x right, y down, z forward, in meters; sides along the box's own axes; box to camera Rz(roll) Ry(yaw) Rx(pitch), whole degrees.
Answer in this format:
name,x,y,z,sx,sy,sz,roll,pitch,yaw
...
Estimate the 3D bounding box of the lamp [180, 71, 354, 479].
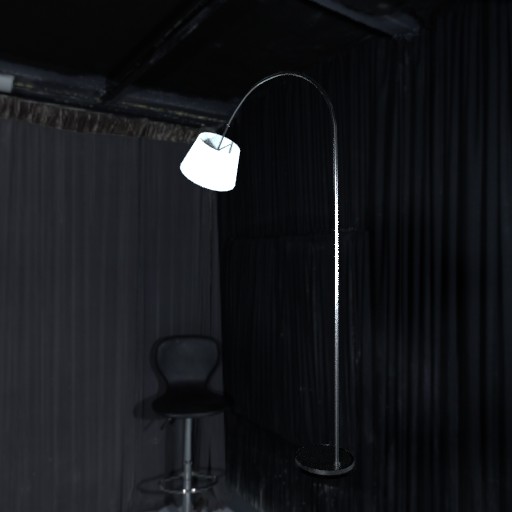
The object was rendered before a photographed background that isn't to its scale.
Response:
name,x,y,z,sx,sy,sz,roll,pitch,yaw
lamp,0.000,0.000,2.690,0.406,2.098,1.445,0,0,-37
